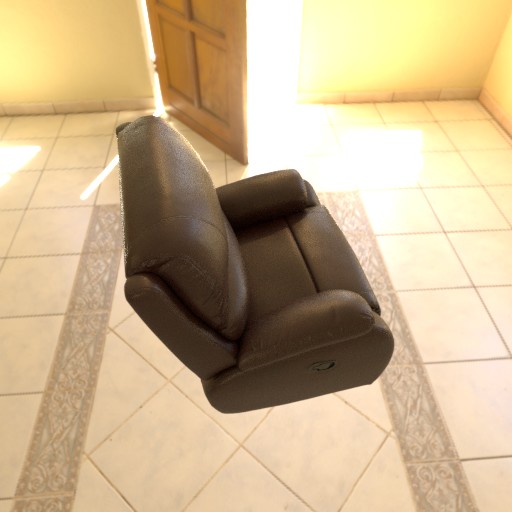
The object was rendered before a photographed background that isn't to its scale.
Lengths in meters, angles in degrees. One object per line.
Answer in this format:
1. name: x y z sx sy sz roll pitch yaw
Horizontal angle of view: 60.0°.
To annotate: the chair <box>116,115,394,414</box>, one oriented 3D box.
1. chair: 0.000 0.000 1.768 0.899 1.011 0.930 -10 47 -9
